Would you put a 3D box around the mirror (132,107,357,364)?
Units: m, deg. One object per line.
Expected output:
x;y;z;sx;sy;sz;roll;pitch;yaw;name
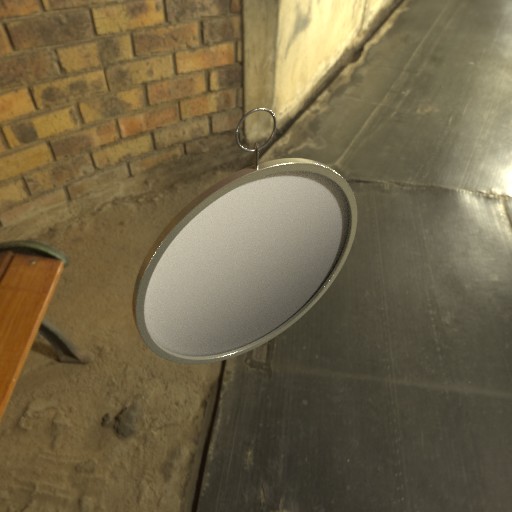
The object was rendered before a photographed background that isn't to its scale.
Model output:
0.000;0.000;1.009;0.594;0.713;0.020;-23;49;-21;mirror
